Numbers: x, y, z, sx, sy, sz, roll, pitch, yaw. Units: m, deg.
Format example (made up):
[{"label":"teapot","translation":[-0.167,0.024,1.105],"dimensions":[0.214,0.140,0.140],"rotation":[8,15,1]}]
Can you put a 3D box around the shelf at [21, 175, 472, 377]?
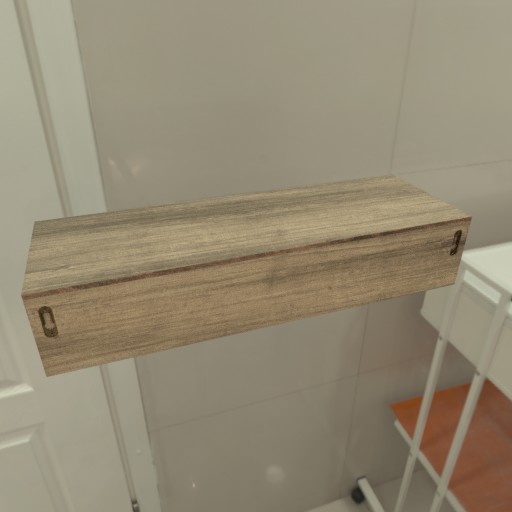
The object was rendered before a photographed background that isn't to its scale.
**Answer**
[{"label":"shelf","translation":[0.000,0.000,0.679],"dimensions":[0.610,0.125,0.200],"rotation":[-10,31,-17]}]
